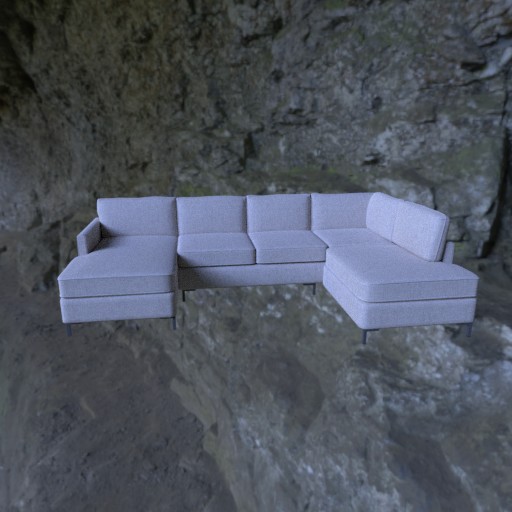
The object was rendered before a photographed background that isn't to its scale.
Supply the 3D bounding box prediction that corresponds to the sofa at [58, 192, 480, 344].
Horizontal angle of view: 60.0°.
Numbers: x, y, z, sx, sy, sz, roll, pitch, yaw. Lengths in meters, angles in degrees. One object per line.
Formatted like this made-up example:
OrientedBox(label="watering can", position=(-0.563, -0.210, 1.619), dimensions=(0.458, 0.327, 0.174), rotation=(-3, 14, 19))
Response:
OrientedBox(label="sofa", position=(0.000, 0.000, 4.315), dimensions=(3.423, 0.996, 2.021), rotation=(-2, 16, -8))
